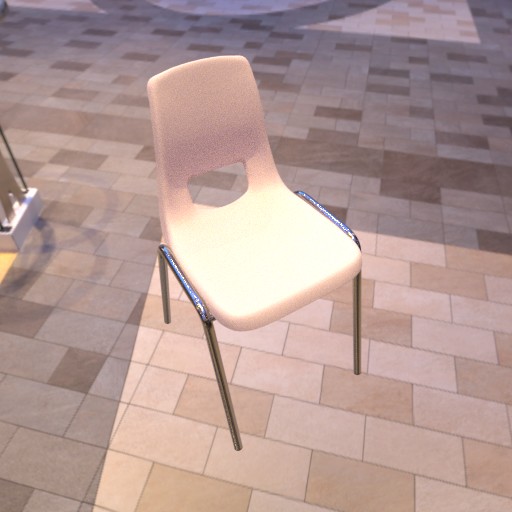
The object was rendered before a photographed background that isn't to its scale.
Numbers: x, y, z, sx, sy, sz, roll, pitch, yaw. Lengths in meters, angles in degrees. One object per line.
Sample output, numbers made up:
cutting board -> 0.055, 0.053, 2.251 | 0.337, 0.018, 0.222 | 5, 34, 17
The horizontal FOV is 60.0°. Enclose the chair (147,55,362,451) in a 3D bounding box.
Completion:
chair -> 0.000, 0.000, 0.967 | 0.381, 0.704, 0.436 | -24, 50, -22
